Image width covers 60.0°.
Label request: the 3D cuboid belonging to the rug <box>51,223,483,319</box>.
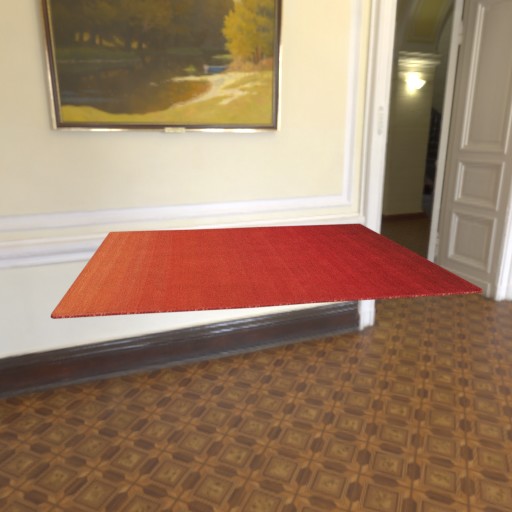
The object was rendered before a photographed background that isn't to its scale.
[{"bbox_3d":[0.000,0.000,4.000,2.905,0.028,2.340,-2,16,-9],"label":"rug"}]
